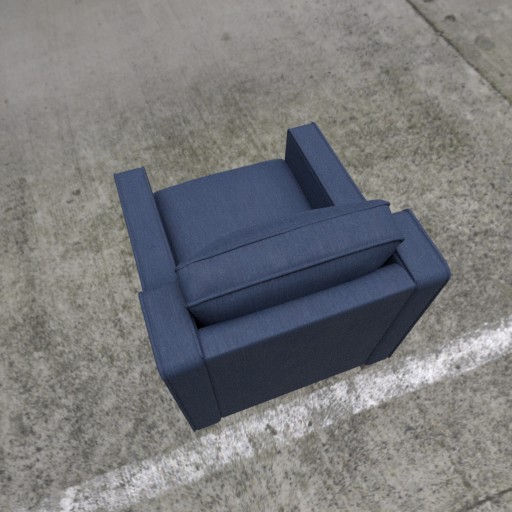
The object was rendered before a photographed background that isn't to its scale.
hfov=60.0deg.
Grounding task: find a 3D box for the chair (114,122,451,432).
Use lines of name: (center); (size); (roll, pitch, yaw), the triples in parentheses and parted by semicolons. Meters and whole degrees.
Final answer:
chair: (0.000, 0.000, 1.660); (0.831, 0.960, 0.909); (-17, 59, -11)
